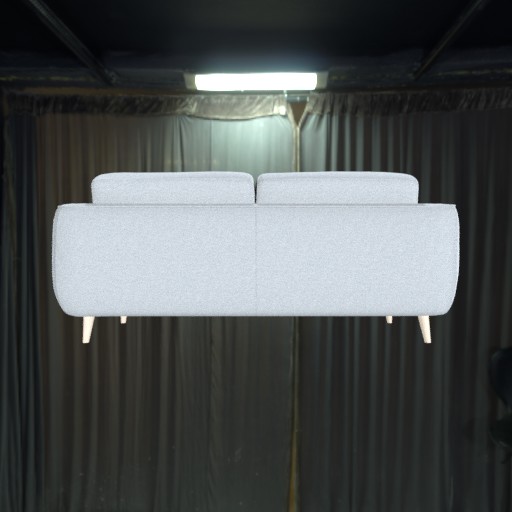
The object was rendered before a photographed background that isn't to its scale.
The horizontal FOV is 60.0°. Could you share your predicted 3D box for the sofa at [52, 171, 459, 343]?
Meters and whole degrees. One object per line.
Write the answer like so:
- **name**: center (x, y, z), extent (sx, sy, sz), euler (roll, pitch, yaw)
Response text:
- **sofa**: center (0.000, 0.000, 2.495), extent (2.000, 0.850, 0.920), euler (0, 0, 0)
